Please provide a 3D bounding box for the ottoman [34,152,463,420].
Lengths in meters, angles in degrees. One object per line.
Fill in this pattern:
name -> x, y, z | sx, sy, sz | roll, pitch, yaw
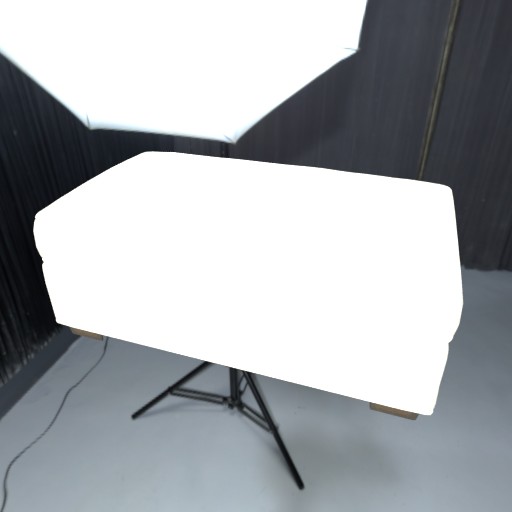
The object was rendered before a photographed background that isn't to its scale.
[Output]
ottoman -> 0.000, 0.000, 1.362 | 1.097, 0.448, 0.617 | 10, 32, 16
